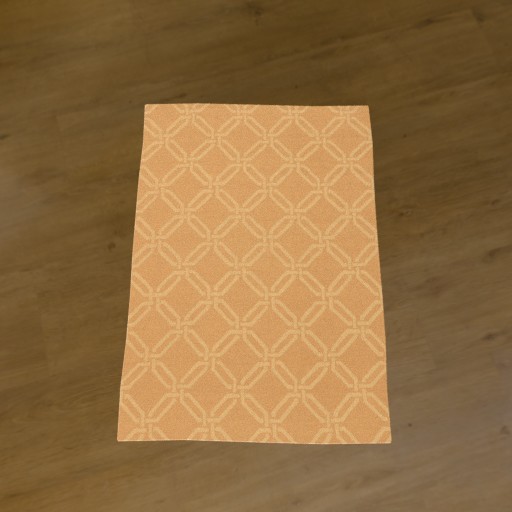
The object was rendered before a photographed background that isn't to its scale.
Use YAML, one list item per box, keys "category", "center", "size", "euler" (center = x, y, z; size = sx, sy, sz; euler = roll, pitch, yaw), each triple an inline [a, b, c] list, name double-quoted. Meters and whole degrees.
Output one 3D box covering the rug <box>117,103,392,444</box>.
- category: "rug"
  center: [0.000, 0.000, 2.714]
  size: [1.524, 0.013, 2.135]
  euler: [0, 75, 0]
